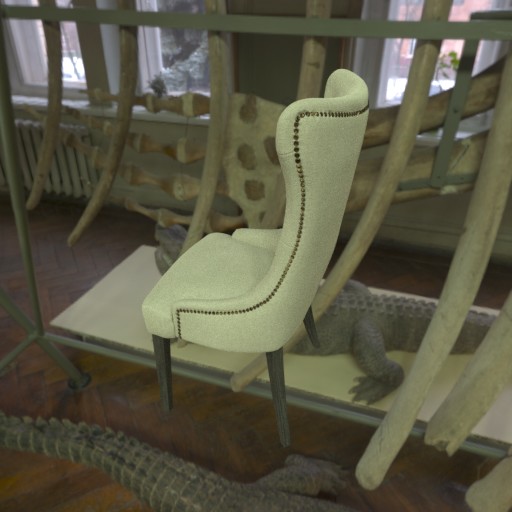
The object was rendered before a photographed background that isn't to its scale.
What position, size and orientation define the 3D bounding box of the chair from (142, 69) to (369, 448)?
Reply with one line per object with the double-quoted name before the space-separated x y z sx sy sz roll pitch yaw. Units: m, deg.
"chair" 0.000 0.000 1.414 0.590 1.065 0.584 9 31 16
